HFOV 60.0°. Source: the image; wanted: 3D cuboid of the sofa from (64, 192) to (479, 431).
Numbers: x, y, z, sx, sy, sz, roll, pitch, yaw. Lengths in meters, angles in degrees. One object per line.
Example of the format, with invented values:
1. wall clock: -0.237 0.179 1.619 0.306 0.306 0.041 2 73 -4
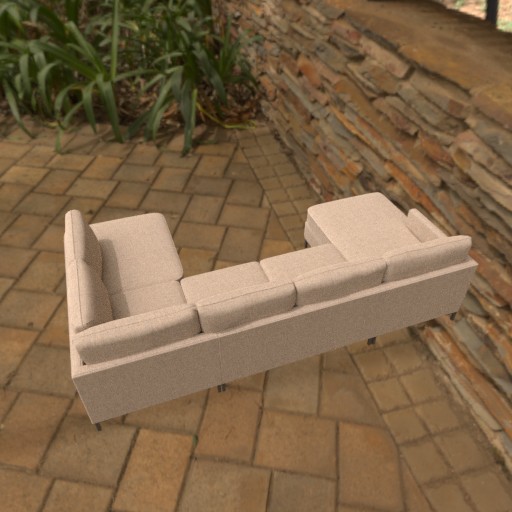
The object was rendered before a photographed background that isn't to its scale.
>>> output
1. sofa: 0.000 0.000 4.244 3.423 0.996 2.021 -13 42 -15
